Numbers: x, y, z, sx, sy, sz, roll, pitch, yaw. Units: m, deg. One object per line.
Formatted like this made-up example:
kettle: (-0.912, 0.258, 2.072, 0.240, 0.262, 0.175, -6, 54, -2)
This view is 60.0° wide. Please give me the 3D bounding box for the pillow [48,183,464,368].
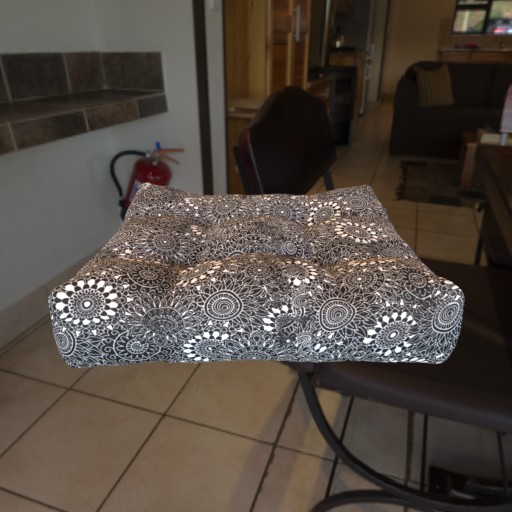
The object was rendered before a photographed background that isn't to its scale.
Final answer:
pillow: (0.000, 0.000, 0.721, 0.490, 0.128, 0.468, 0, 25, 0)
